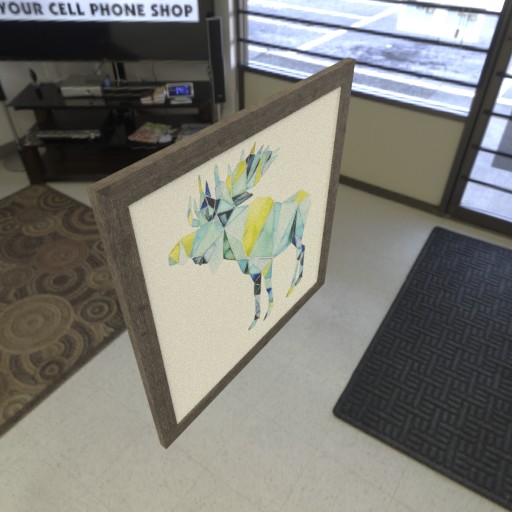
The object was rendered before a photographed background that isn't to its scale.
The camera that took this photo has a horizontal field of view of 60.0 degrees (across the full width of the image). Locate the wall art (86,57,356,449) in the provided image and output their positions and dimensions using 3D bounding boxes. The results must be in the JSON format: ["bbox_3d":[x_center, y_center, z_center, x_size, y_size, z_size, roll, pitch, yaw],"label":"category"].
[{"bbox_3d":[0.000,0.000,0.662,0.013,0.457,0.457,27,47,28],"label":"wall art"}]
